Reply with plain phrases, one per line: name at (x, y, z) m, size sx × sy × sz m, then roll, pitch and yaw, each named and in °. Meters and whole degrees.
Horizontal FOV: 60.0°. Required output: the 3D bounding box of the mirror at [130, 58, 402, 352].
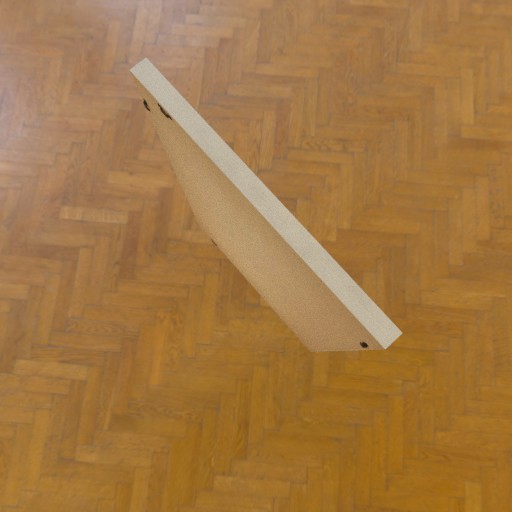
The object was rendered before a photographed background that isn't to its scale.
mirror at (0.000, 0.000, 1.143) m, size 0.041 × 0.915 × 0.609 m, roll -40°, pitch 81°, yaw -8°
